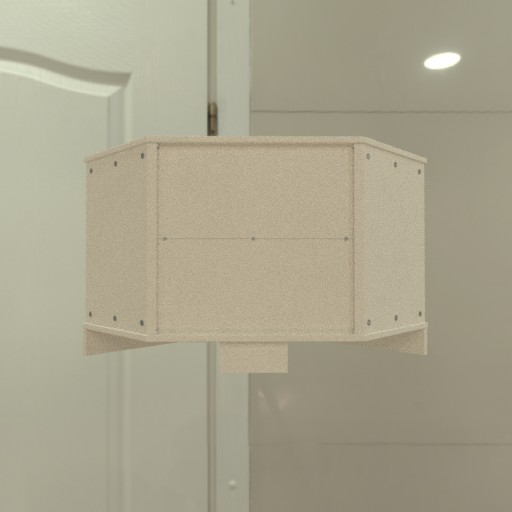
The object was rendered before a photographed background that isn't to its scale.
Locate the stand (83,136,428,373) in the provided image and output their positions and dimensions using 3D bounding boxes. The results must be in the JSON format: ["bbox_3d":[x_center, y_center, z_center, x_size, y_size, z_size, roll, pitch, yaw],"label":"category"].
[{"bbox_3d":[0.000,0.000,1.378,1.072,0.614,0.477,0,-1,-1],"label":"stand"}]
